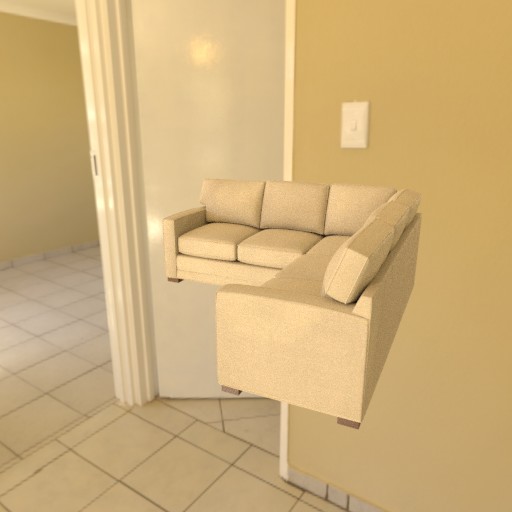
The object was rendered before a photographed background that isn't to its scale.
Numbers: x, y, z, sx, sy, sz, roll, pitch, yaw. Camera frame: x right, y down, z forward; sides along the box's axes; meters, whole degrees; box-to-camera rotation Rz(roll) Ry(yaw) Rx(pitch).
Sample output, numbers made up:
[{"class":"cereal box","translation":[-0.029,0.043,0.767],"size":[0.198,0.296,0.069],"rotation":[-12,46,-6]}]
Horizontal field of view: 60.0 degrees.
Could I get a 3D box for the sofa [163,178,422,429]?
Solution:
[{"class":"sofa","translation":[0.000,0.000,3.427],"size":[2.182,0.939,2.189],"rotation":[8,18,24]}]
